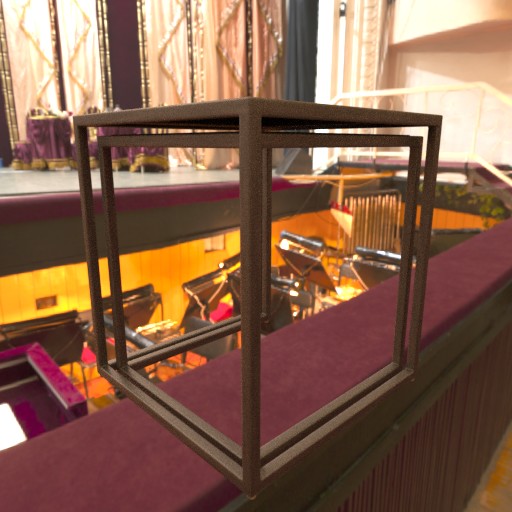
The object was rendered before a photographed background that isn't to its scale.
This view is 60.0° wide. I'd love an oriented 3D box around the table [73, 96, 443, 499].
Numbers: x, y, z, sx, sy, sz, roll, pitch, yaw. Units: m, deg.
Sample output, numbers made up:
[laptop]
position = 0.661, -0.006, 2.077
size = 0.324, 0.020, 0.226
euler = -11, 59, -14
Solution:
[table]
position = 0.000, 0.000, 0.818
size = 0.449, 0.500, 0.450
euler = -13, 19, -42
